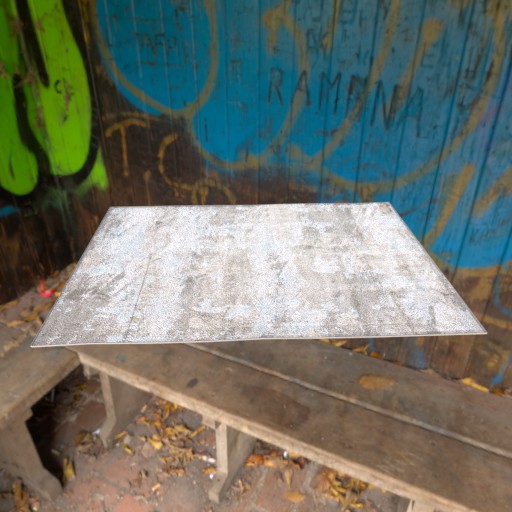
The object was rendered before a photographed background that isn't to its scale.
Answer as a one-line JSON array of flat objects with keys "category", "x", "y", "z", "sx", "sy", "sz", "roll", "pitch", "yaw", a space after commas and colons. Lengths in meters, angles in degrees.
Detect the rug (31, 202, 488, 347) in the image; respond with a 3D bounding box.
[{"category": "rug", "x": 0.000, "y": 0.000, "z": 4.223, "sx": 3.307, "sy": 0.013, "sz": 2.393, "roll": -1, "pitch": 31, "yaw": -2}]
